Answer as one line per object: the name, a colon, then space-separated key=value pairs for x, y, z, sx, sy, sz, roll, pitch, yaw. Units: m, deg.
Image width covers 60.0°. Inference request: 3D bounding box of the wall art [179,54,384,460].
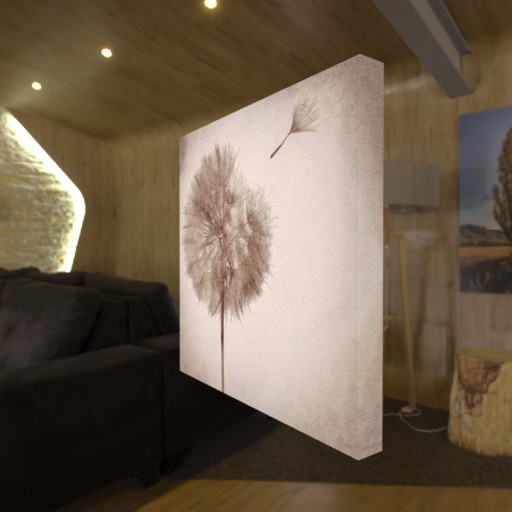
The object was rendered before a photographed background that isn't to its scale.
wall art: x=0.000 y=0.000 z=0.462 sx=0.028 sy=0.303 sz=0.303 roll=-1 pitch=1 yaw=-36
